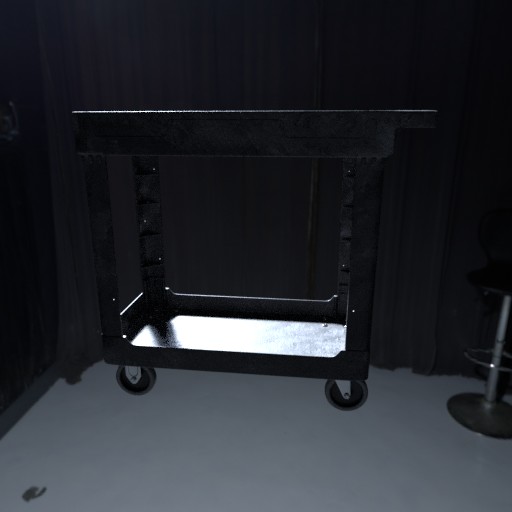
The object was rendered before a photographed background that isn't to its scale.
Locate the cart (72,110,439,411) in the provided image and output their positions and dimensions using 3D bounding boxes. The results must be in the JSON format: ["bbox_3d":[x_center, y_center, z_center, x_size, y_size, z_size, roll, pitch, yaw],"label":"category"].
[{"bbox_3d":[0.000,0.000,1.344,0.877,0.824,0.420,2,17,7],"label":"cart"}]
